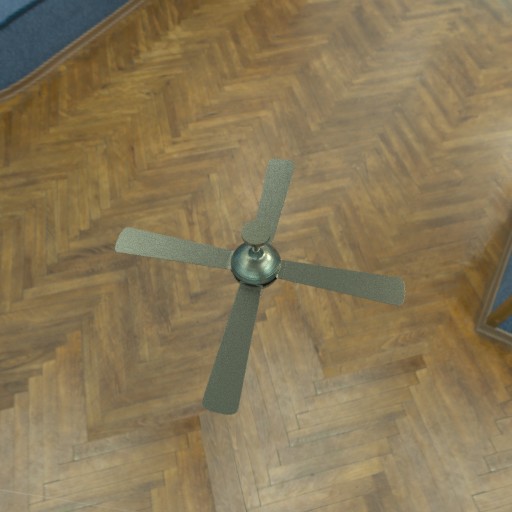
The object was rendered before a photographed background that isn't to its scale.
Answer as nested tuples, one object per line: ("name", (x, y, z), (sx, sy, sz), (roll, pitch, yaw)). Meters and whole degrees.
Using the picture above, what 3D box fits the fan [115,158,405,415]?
("fan", (0.000, 0.000, 2.026), (1.321, 0.381, 1.321), (29, 62, 17))
